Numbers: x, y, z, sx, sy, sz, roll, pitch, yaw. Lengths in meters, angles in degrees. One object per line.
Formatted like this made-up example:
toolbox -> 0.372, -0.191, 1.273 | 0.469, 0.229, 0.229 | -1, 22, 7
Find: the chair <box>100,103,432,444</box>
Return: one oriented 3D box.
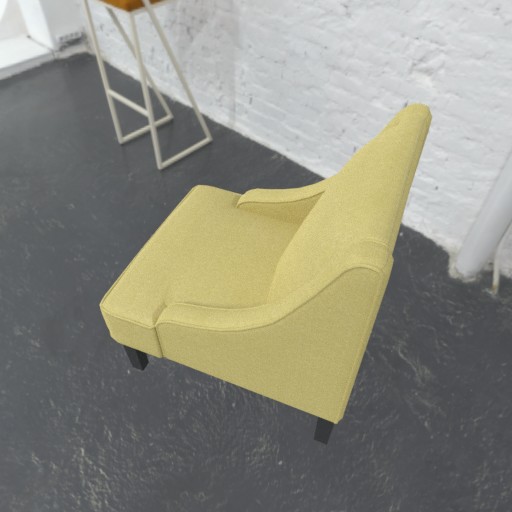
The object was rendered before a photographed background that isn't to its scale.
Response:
chair -> 0.000, 0.000, 1.456 | 0.814, 0.896, 0.696 | 17, 49, 15
